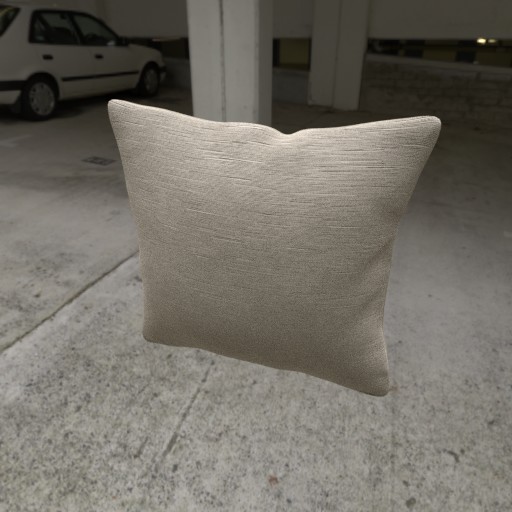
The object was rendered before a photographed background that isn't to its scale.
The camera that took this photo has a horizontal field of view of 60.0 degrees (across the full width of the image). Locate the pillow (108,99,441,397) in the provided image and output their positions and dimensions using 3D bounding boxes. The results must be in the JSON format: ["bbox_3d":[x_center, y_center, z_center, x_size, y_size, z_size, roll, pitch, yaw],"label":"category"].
[{"bbox_3d":[0.000,0.000,0.649,0.437,0.420,0.162,9,29,17],"label":"pillow"}]
